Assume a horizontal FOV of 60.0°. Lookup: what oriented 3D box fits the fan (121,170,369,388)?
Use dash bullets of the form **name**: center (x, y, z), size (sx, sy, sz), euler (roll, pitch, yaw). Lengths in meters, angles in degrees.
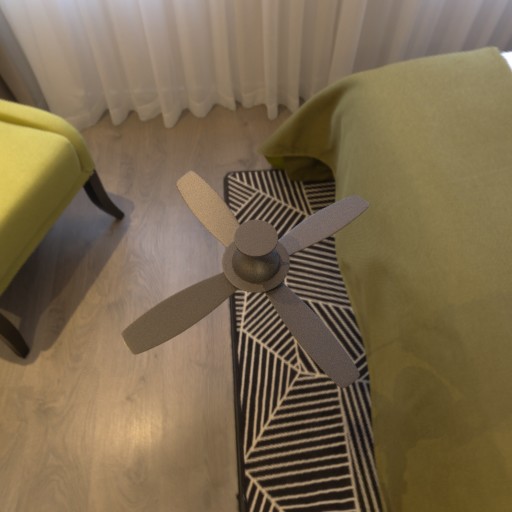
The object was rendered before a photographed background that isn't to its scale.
- **fan**: center (0.000, 0.000, 2.519), size (1.694, 0.382, 1.694), euler (-31, 64, -17)
